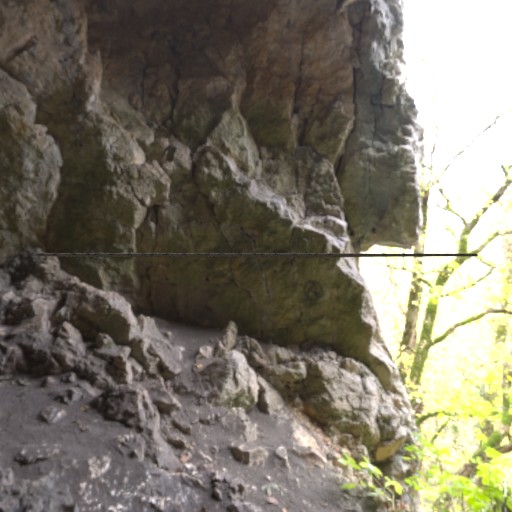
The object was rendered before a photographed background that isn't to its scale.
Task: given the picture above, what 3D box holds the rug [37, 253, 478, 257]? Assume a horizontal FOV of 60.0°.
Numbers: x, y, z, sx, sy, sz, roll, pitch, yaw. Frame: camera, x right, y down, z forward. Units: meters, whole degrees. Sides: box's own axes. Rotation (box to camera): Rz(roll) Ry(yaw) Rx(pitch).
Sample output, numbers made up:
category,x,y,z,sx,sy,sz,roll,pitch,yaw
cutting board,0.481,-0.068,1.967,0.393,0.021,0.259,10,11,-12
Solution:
category,x,y,z,sx,sy,sz,roll,pitch,yaw
rug,0.000,0.000,3.958,2.441,0.017,3.050,0,0,0
